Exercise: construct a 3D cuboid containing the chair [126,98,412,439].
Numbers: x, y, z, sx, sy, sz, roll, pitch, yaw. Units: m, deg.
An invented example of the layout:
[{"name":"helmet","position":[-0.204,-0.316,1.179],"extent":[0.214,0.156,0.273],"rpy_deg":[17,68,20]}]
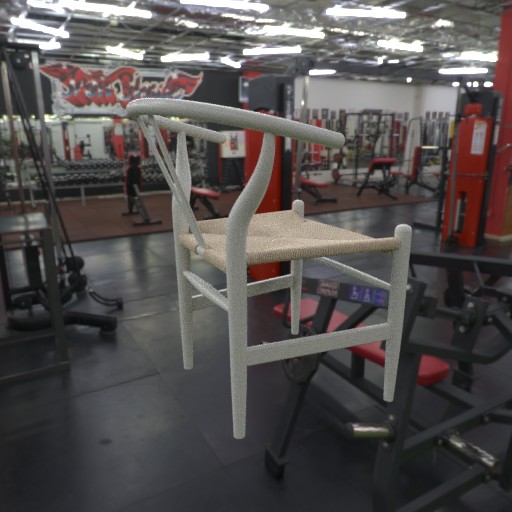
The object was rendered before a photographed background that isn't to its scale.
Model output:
[{"name":"chair","position":[0.000,0.000,1.122],"extent":[0.579,0.730,0.569],"rpy_deg":[-8,17,-27]}]
